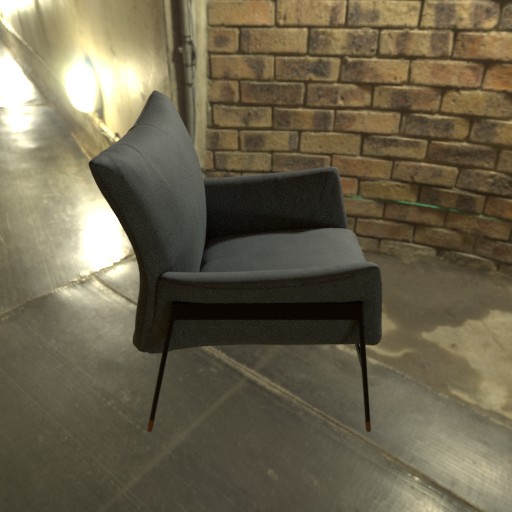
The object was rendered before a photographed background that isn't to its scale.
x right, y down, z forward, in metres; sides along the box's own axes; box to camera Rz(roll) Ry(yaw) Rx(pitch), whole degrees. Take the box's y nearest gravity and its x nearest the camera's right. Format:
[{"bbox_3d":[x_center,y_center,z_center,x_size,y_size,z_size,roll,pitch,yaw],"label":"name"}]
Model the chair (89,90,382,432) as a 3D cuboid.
[{"bbox_3d":[0.000,0.000,1.386,0.709,0.858,0.678,0,32,0],"label":"chair"}]
